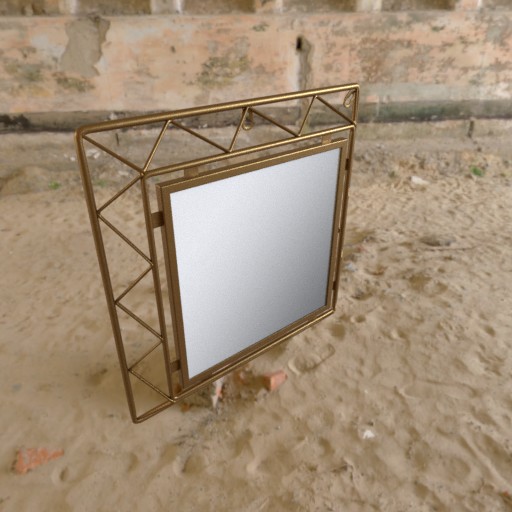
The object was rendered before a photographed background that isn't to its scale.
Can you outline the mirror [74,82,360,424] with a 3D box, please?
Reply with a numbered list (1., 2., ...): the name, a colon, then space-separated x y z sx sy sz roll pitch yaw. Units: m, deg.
1. mirror: 0.000 0.000 0.618 0.416 0.414 0.046 -22 37 -33
